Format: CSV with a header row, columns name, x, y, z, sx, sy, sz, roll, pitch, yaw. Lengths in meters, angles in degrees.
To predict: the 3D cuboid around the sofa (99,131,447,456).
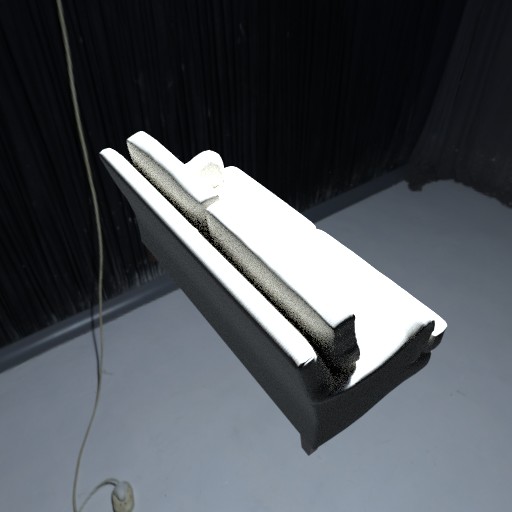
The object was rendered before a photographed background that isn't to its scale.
name,x,y,z,sx,sy,sz,roll,pitch,yaw
sofa,0.000,0.000,2.797,1.086,1.087,2.159,-25,46,-26
